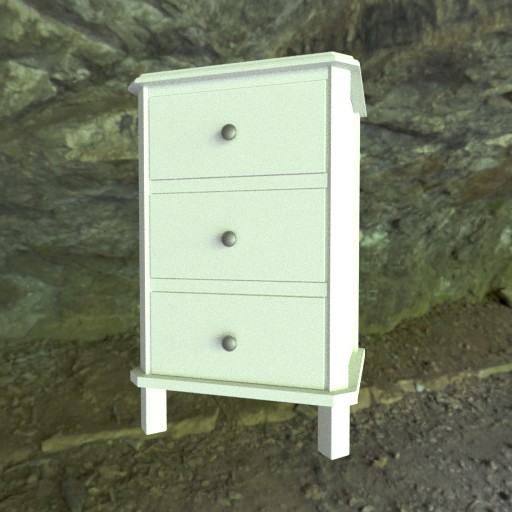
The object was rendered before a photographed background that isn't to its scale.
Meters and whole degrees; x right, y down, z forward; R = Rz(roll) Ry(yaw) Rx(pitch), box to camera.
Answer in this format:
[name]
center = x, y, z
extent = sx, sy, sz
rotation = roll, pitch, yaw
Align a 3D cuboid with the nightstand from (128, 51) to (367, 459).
[nightstand]
center = 0.000, 0.000, 0.935
extent = 0.435, 0.681, 0.351
rotation = 1, 2, 16
